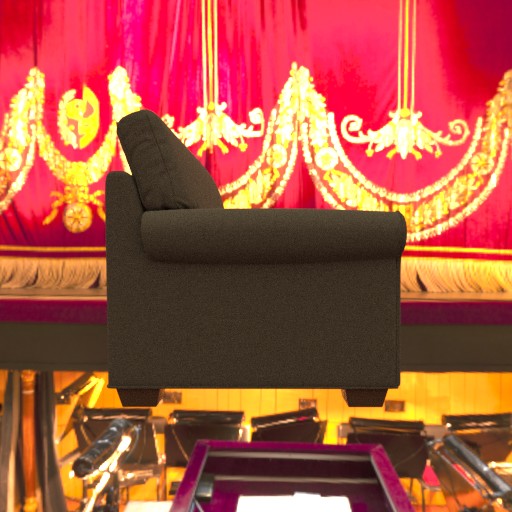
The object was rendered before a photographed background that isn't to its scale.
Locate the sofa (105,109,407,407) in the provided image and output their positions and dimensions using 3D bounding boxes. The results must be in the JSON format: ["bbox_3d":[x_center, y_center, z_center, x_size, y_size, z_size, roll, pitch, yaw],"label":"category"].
[{"bbox_3d":[0.000,0.000,2.013,0.940,0.953,1.410,0,0,0],"label":"sofa"}]
